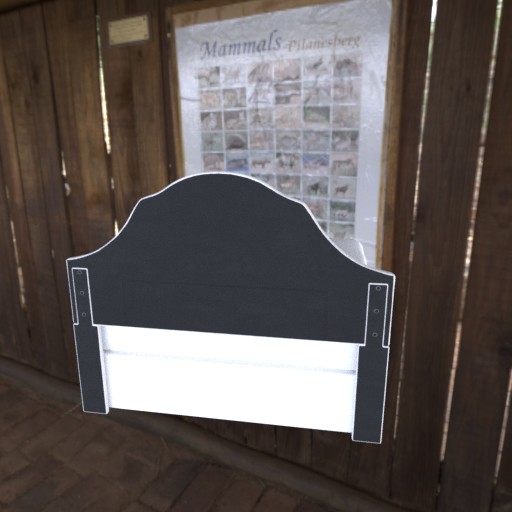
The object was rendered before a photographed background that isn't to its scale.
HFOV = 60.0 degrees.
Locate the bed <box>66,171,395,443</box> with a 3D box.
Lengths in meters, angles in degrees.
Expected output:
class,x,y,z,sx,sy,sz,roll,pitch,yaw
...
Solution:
class,x,y,z,sx,sy,sz,roll,pitch,yaw
bed,0.000,0.000,3.810,2.039,1.617,2.477,3,15,9
